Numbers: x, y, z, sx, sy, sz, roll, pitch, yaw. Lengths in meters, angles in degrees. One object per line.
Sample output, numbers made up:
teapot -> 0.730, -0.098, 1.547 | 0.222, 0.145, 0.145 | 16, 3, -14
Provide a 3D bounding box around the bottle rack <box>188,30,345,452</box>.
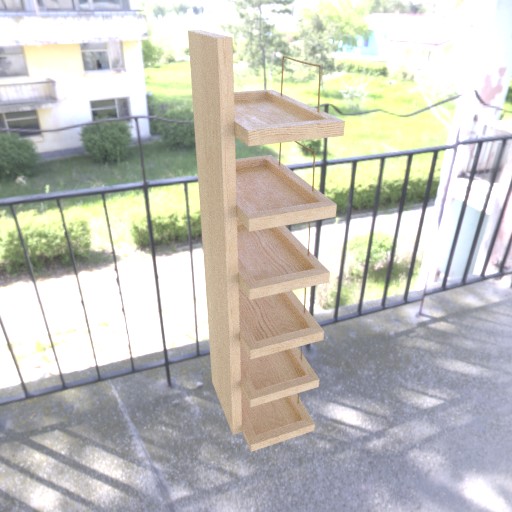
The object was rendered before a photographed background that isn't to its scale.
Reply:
bottle rack -> 0.000, 0.000, 1.044 | 0.206, 0.943, 0.330 | -11, 32, -18
